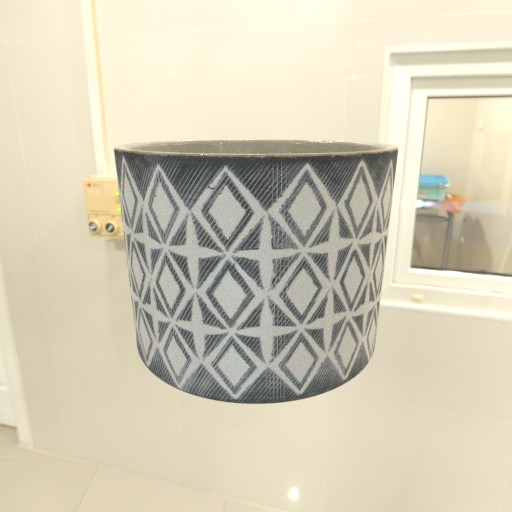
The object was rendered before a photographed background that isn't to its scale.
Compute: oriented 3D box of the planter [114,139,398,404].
[{"bbox_3d":[0.000,0.000,0.337,0.192,0.165,0.192,0,17,0],"label":"planter"}]
